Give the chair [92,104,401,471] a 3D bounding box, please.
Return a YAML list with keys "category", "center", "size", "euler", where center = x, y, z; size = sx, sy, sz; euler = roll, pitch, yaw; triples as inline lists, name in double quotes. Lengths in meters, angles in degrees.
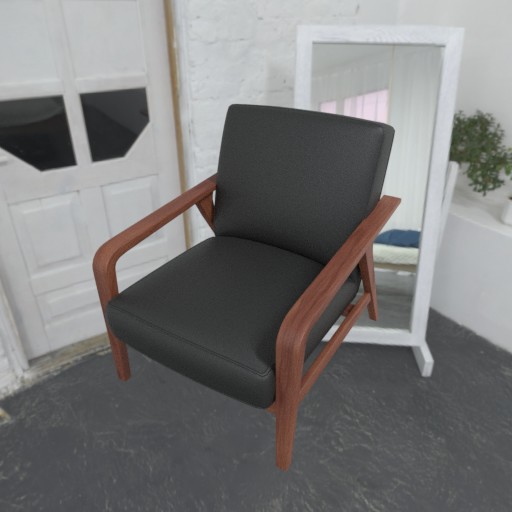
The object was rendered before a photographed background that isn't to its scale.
- category: "chair"
  center: [0.000, 0.000, 1.514]
  size: [0.719, 0.861, 0.889]
  euler: [18, 35, 27]
